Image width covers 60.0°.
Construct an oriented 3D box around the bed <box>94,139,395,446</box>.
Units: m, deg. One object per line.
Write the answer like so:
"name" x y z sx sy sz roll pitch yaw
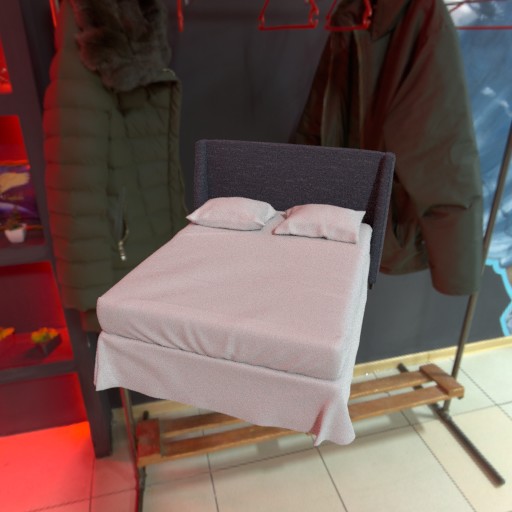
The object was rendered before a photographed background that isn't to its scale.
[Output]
"bed" 0.000 0.000 3.563 1.925 1.332 2.276 8 28 16
